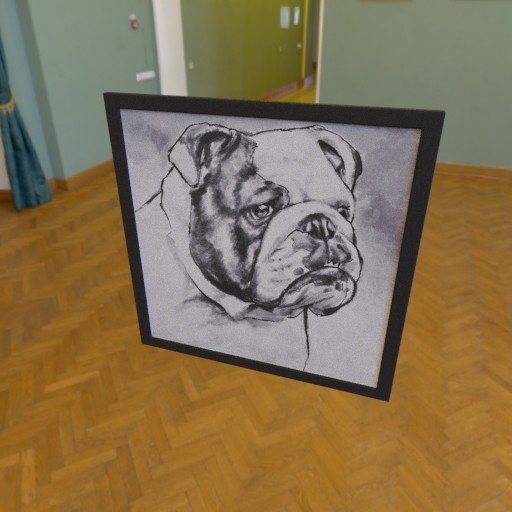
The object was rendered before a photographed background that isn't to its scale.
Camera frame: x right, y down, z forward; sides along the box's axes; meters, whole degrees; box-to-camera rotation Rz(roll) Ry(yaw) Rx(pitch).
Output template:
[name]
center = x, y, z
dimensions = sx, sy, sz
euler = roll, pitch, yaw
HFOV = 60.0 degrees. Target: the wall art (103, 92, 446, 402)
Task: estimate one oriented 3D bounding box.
[wall art]
center = 0.000, 0.000, 0.833
dimensions = 0.562, 0.558, 0.012
euler = 9, 30, 16
